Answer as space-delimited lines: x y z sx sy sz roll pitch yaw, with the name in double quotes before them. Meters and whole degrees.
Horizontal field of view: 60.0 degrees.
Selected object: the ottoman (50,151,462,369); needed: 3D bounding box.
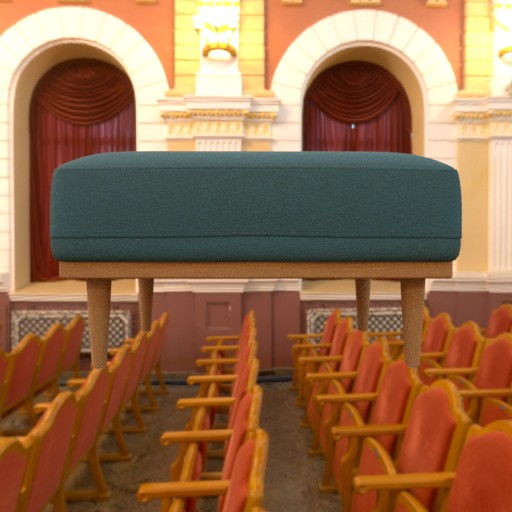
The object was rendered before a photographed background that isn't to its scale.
"ottoman" 0.000 0.000 1.045 0.749 0.428 0.549 0 1 -1
